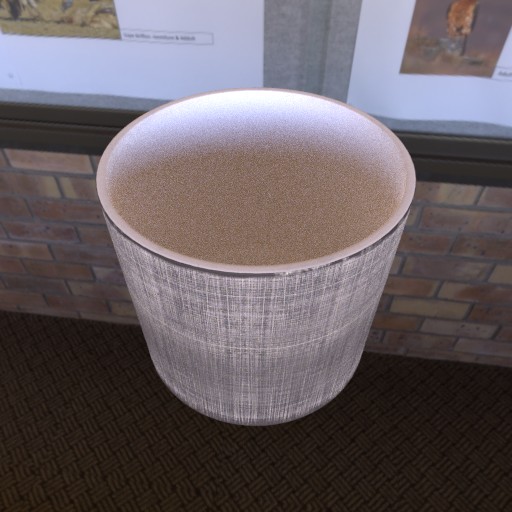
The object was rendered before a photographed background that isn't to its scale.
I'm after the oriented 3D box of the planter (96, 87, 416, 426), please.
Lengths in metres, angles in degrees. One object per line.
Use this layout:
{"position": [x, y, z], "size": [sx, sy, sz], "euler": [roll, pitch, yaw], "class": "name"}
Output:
{"position": [0.000, 0.000, 0.386], "size": [0.221, 0.201, 0.221], "euler": [0, 46, 0], "class": "planter"}
